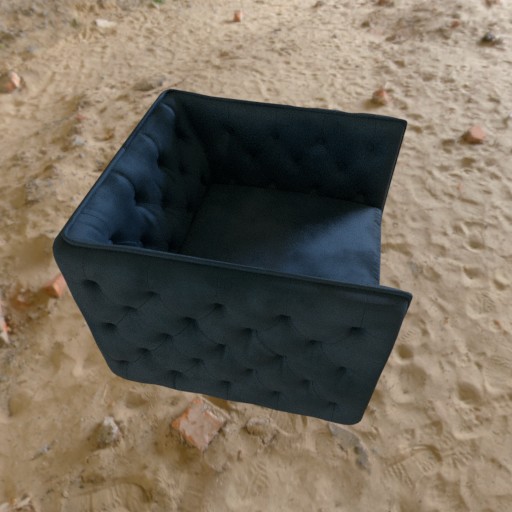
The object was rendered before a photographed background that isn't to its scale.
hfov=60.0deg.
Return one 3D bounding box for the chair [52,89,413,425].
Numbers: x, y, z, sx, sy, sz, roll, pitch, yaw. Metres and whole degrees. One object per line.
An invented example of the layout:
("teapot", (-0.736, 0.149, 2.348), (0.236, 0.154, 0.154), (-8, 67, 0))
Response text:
("chair", (0.000, 0.000, 1.546), (0.877, 0.771, 0.868), (9, 48, 8))
